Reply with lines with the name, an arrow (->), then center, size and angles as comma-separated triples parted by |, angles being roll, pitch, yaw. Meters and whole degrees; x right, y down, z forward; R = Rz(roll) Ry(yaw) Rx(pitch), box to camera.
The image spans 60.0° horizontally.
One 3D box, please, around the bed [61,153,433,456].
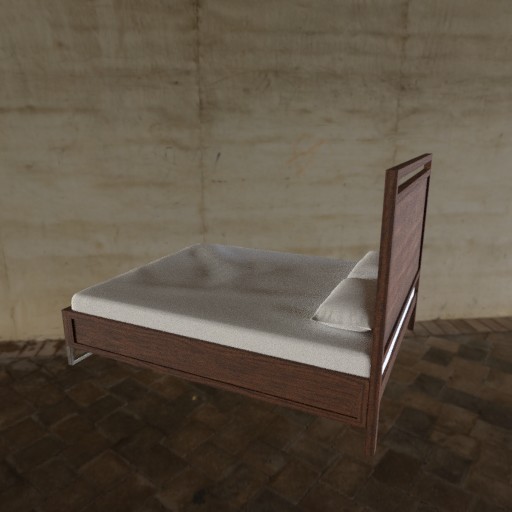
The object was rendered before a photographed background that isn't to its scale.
bed -> 0.000, 0.000, 3.359 | 2.218, 1.487, 1.765 | 7, 17, 25
